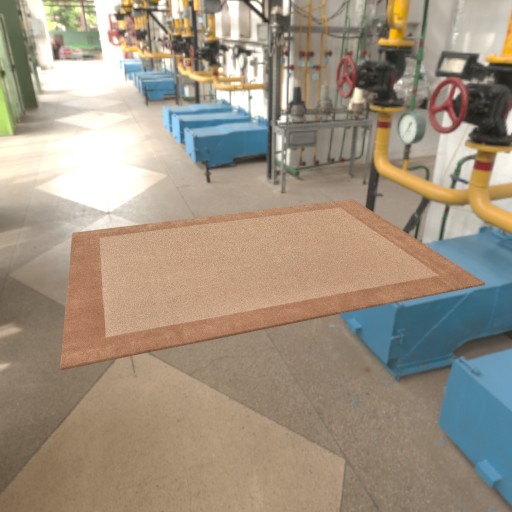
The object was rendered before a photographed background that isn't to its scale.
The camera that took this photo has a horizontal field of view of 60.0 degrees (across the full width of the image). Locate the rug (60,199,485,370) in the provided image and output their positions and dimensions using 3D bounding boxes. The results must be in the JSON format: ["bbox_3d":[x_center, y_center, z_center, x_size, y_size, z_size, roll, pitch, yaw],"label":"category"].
[{"bbox_3d":[0.000,0.000,2.300,1.829,0.014,1.219,-9,28,-16],"label":"rug"}]
